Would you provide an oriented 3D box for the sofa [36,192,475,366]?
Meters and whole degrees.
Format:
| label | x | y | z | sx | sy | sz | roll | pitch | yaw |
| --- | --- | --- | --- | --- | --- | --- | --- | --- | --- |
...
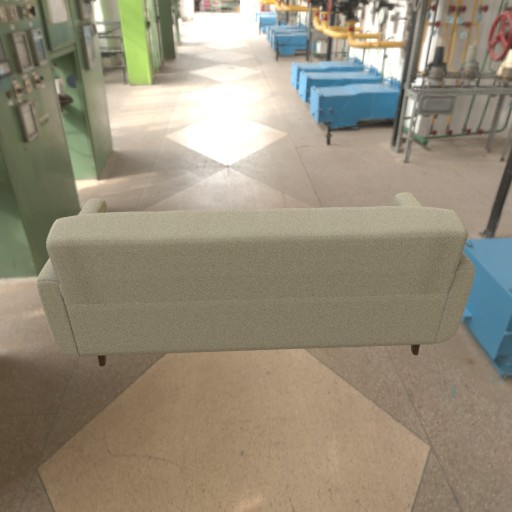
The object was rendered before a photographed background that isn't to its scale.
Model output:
| label | x | y | z | sx | sy | sz | roll | pitch | yaw |
| --- | --- | --- | --- | --- | --- | --- | --- | --- | --- |
| sofa | 0.000 | 0.000 | 2.580 | 2.137 | 0.892 | 0.980 | -1 | 32 | -2 |
